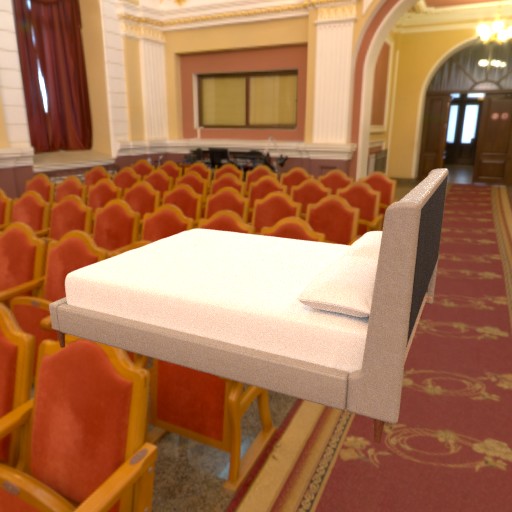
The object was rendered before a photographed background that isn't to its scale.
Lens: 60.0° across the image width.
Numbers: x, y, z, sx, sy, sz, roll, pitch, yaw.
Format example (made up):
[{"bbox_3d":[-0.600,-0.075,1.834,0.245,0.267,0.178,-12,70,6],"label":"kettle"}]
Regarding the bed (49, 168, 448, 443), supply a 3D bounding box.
[{"bbox_3d":[0.000,0.000,3.055,2.232,1.147,1.656,8,18,25],"label":"bed"}]
